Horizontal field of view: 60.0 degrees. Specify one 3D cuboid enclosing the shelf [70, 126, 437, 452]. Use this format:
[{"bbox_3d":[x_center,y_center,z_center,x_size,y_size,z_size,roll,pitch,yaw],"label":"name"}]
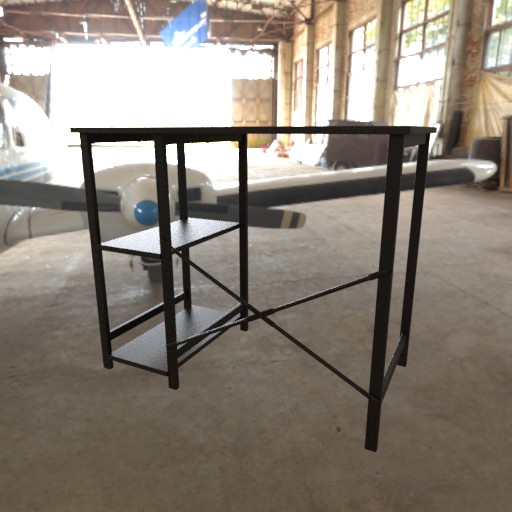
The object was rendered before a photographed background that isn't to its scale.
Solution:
[{"bbox_3d":[0.000,0.000,1.343,0.902,0.749,0.498,8,18,26],"label":"shelf"}]
